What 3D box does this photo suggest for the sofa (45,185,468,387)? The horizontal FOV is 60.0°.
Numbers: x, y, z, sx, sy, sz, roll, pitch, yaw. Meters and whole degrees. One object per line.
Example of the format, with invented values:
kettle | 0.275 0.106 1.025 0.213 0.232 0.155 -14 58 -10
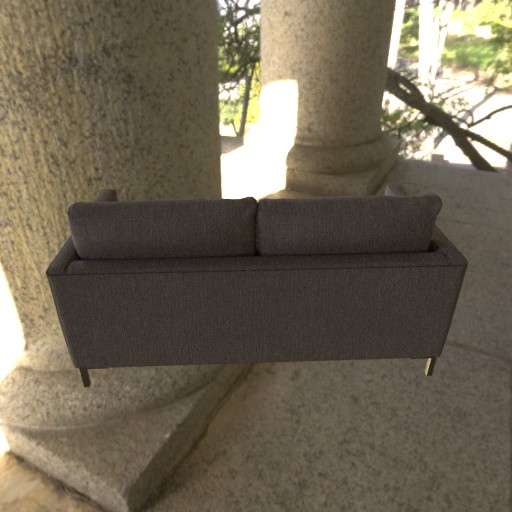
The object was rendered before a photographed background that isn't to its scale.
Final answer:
sofa | 0.000 0.000 2.190 1.682 0.840 0.875 -1 30 -2
